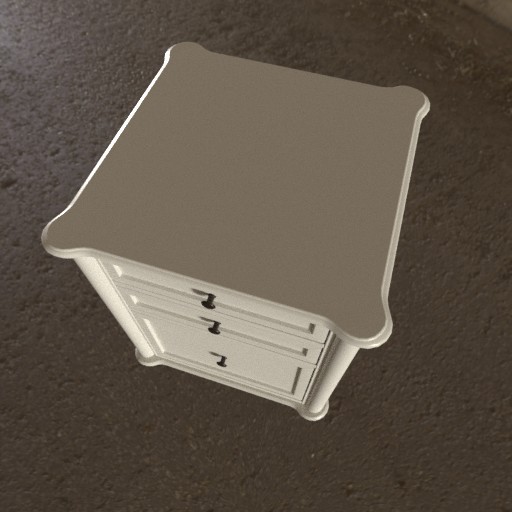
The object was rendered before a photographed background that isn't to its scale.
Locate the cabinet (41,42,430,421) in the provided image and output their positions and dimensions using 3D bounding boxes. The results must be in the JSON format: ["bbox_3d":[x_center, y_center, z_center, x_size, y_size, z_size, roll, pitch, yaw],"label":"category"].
[{"bbox_3d":[0.000,0.000,1.198,0.628,0.761,0.627,16,61,9],"label":"cabinet"}]
